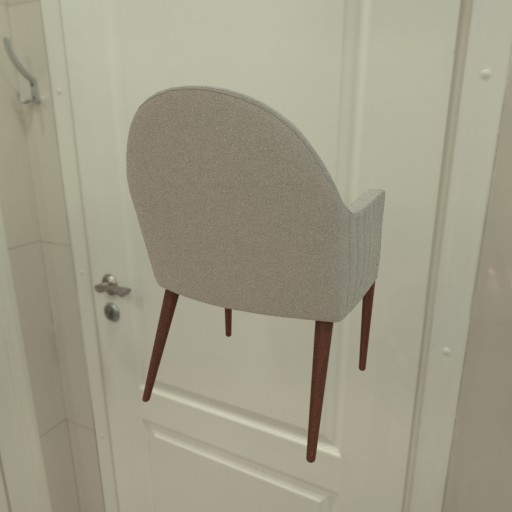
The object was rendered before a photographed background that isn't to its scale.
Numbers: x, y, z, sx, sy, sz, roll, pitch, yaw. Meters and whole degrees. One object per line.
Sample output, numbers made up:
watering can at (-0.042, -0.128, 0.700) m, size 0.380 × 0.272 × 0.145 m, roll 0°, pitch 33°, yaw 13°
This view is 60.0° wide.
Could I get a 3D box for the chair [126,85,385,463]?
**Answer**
chair at (0.000, 0.000, 1.287) m, size 0.610 × 0.889 × 0.620 m, roll 9°, pitch 19°, yaw 27°
